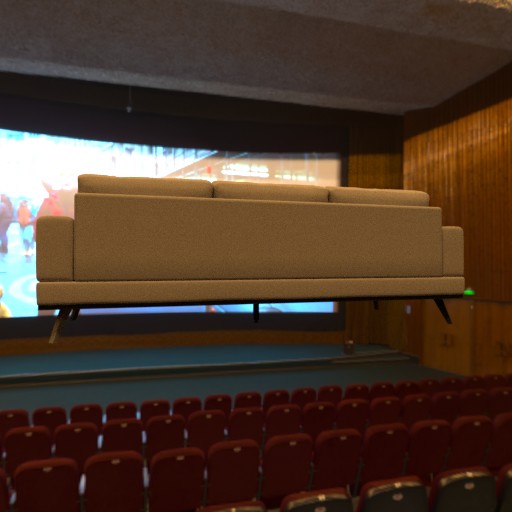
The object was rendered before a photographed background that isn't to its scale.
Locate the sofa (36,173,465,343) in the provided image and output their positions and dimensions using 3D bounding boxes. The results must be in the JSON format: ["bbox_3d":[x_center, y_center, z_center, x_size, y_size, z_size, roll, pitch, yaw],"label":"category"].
[{"bbox_3d":[0.000,0.000,2.724,2.310,0.810,0.920,0,-1,-16],"label":"sofa"}]
